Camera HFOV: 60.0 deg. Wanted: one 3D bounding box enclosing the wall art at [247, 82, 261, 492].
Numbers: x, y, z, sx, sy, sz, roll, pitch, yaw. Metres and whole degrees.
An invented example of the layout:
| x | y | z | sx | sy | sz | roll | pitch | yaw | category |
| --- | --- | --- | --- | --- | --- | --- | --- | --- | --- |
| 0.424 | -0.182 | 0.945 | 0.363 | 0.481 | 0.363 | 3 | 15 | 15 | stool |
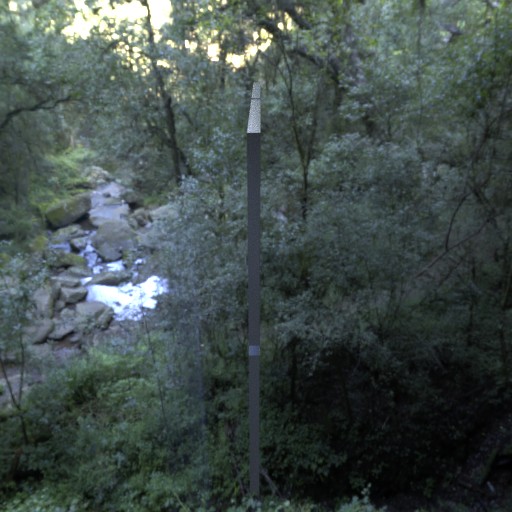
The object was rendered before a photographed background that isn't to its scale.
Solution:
| x | y | z | sx | sy | sz | roll | pitch | yaw | category |
| --- | --- | --- | --- | --- | --- | --- | --- | --- | --- |
| 0.000 | 0.000 | 1.662 | 0.029 | 1.118 | 1.118 | 0 | 26 | 0 | wall art |
